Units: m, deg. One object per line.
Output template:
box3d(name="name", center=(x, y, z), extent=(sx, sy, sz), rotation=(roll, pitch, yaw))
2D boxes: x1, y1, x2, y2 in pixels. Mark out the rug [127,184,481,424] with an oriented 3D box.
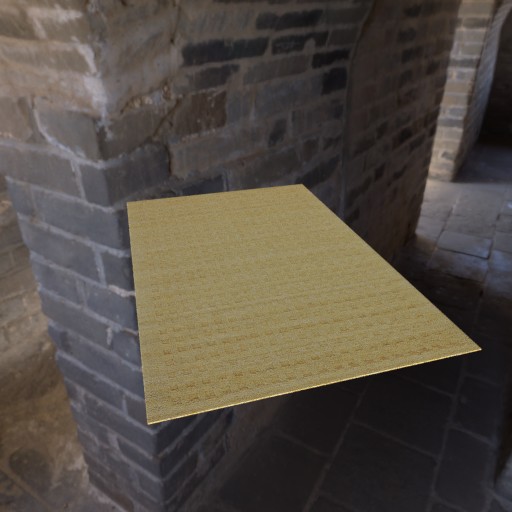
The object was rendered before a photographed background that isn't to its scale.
box3d(name="rug", center=(0.000, 0.000, 2.837), extent=(1.524, 0.006, 2.286), rotation=(-8, 30, -14))
